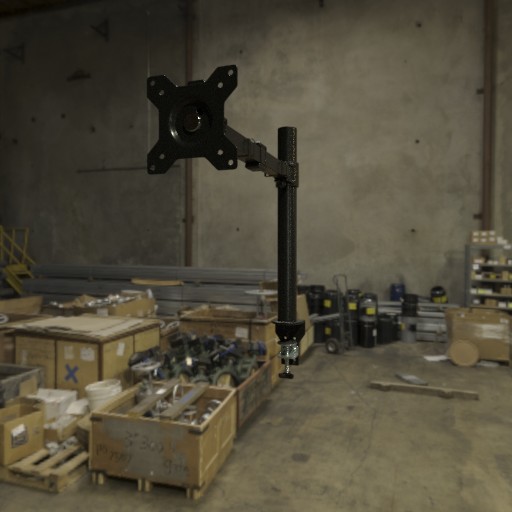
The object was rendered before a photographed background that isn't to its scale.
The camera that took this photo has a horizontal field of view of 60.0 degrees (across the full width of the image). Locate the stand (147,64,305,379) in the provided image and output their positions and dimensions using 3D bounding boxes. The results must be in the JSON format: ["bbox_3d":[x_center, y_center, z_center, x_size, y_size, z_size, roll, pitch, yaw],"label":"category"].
[{"bbox_3d":[0.000,0.000,0.722,0.115,0.510,0.456,0,1,19],"label":"stand"}]
